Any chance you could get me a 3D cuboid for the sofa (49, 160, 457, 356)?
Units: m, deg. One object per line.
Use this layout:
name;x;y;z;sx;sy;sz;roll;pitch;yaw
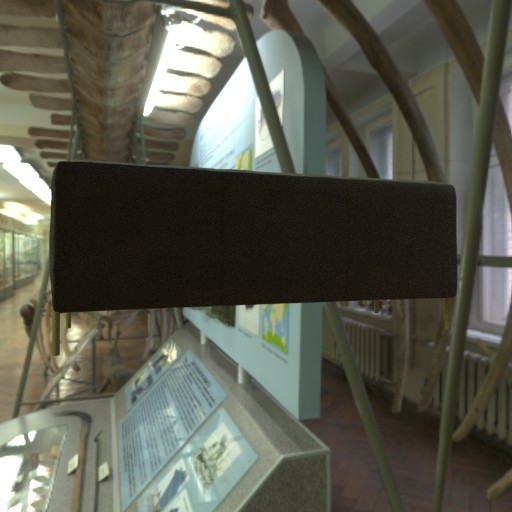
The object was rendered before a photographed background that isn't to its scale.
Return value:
sofa;0.000;0.000;2.389;1.980;0.780;0.876;0;0;-18
